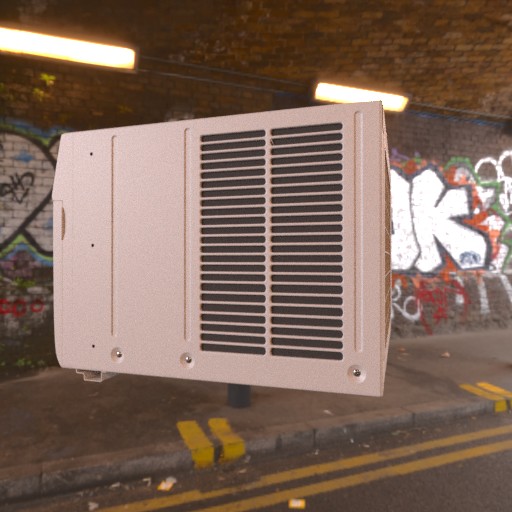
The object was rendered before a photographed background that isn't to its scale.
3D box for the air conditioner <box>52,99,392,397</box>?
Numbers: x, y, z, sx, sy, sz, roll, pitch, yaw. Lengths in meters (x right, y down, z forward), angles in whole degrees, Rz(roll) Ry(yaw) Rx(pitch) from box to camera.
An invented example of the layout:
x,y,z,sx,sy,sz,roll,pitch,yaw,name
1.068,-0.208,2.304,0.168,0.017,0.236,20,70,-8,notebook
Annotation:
x,y,z,sx,sy,sz,roll,pitch,yaw,name
0.000,0.000,1.042,0.599,0.455,0.645,0,0,18,air conditioner
